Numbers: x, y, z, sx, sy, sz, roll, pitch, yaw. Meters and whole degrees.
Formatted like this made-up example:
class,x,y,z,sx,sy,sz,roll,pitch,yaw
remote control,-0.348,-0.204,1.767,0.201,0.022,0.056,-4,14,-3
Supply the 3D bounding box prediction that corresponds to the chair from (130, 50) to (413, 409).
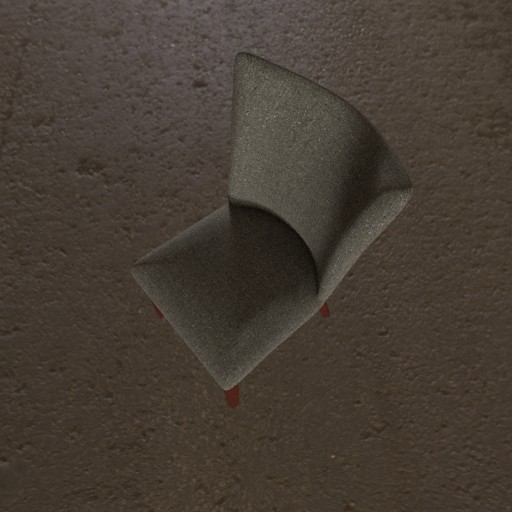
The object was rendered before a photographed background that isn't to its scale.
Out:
class,x,y,z,sx,sy,sz,roll,pitch,yaw
chair,0.000,0.000,1.317,0.623,0.924,0.535,-37,69,-17
